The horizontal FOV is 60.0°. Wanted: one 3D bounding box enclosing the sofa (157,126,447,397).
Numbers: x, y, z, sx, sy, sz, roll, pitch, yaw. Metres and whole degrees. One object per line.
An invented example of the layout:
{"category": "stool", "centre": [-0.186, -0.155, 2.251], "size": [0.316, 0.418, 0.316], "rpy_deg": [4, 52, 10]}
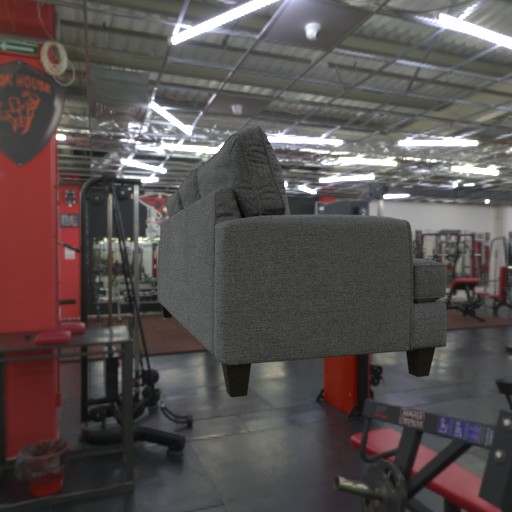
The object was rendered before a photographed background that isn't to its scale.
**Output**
{"category": "sofa", "centre": [0.000, 0.000, 2.629], "size": [0.951, 0.965, 2.158], "rpy_deg": [0, 0, -18]}
